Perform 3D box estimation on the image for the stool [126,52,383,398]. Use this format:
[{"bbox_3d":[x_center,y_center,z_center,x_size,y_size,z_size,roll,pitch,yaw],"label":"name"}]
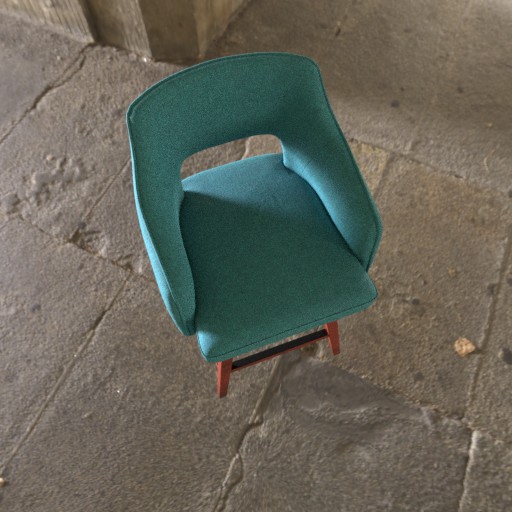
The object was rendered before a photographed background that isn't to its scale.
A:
[{"bbox_3d":[0.000,0.000,1.296,0.548,0.961,0.556,-18,66,-8],"label":"stool"}]
